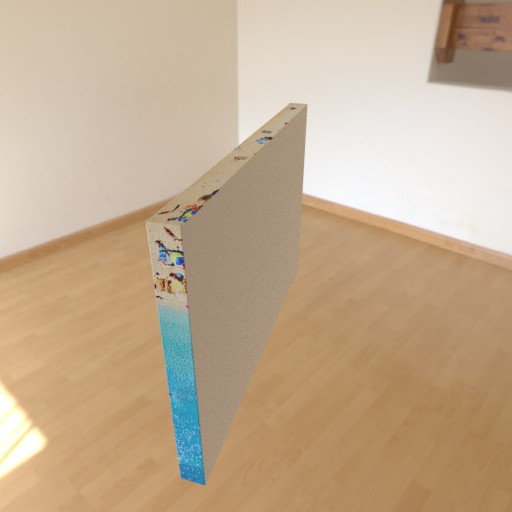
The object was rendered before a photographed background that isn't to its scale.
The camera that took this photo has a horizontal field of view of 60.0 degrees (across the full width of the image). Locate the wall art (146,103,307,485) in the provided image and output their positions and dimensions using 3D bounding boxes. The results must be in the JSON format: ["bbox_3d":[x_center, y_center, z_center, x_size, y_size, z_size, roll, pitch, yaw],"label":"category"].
[{"bbox_3d":[0.000,0.000,1.144,0.057,0.595,0.894,9,31,15],"label":"wall art"}]
